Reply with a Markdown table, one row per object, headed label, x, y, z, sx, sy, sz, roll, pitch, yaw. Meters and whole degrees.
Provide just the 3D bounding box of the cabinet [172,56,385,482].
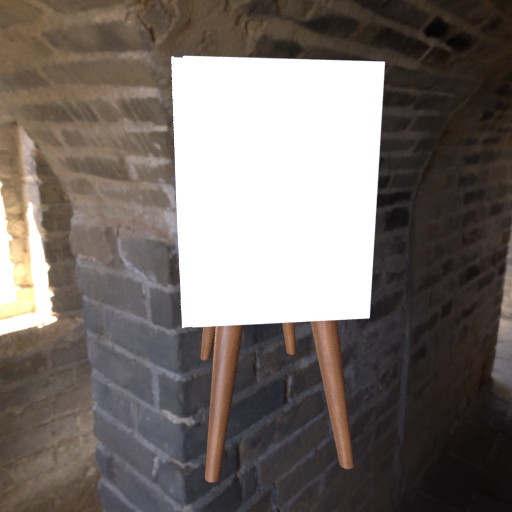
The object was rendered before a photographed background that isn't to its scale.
| label | x | y | z | sx | sy | sz | roll | pitch | yaw |
| --- | --- | --- | --- | --- | --- | --- | --- | --- | --- |
| cabinet | 0.000 | 0.000 | 1.069 | 0.344 | 0.772 | 0.591 | -2 | 13 | -8 |
